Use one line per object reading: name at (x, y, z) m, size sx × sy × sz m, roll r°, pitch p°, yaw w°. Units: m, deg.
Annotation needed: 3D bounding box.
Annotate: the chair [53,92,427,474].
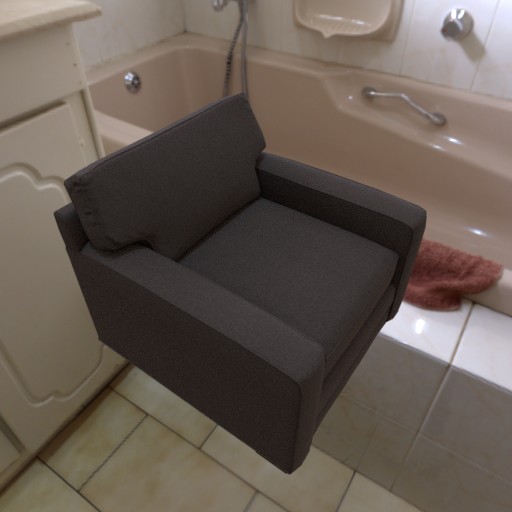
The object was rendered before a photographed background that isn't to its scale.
chair at (0.000, 0.000, 1.797) m, size 1.043 × 0.913 × 0.997 m, roll 25°, pitch 47°, yaw 26°
